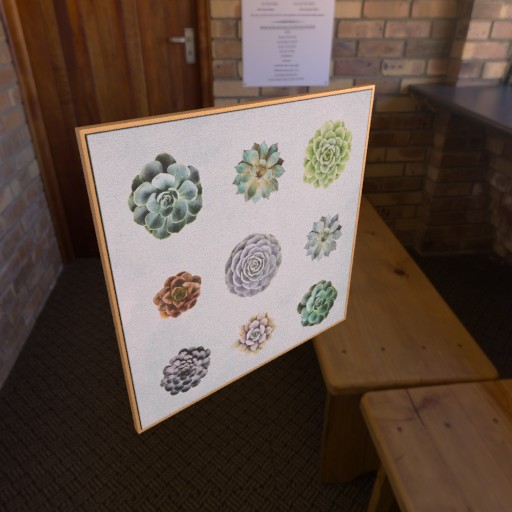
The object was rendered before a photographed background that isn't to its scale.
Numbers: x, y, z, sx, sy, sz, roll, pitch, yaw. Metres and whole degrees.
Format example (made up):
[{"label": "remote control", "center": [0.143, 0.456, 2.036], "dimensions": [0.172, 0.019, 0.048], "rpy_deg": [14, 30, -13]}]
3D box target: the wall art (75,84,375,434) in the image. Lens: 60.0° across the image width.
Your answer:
[{"label": "wall art", "center": [0.000, 0.000, 0.681], "dimensions": [0.457, 0.455, 0.013], "rpy_deg": [-21, 36, -32]}]
